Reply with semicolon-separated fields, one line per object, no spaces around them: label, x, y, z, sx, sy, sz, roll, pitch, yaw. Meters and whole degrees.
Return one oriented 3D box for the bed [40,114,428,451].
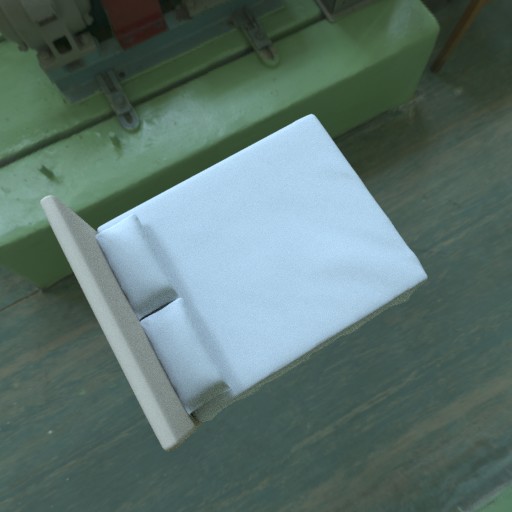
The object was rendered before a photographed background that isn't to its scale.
bed;0.000;0.000;3.290;2.142;1.330;1.748;-30;77;-7
